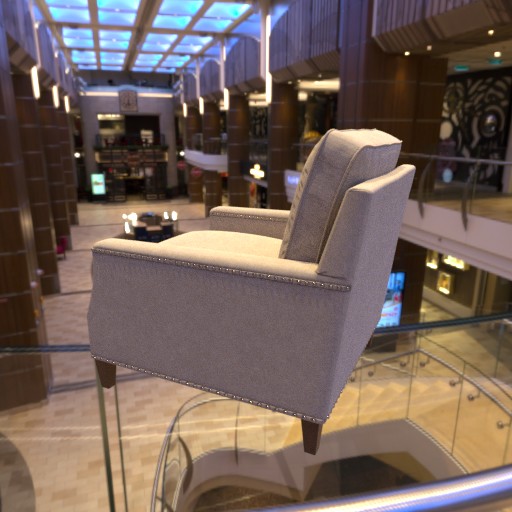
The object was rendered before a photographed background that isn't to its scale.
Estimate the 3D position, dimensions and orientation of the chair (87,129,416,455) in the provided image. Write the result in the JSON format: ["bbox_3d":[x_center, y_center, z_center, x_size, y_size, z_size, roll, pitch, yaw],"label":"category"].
[{"bbox_3d":[0.000,0.000,1.708,1.014,0.943,0.853,8,17,25],"label":"chair"}]
